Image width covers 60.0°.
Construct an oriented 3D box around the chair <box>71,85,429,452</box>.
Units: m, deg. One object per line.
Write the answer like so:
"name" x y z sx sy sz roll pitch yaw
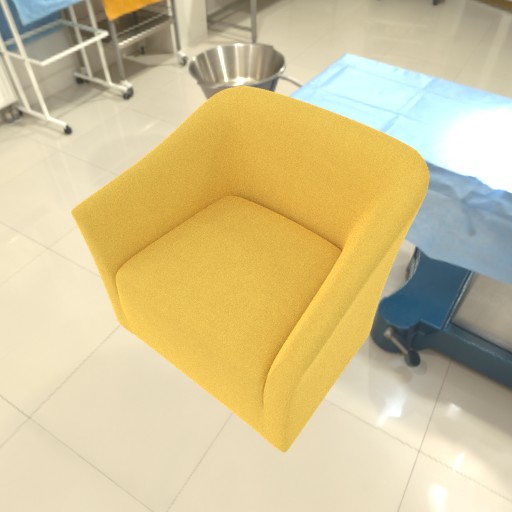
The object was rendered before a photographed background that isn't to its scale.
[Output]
"chair" 0.000 0.000 1.399 0.790 0.720 0.700 30 54 25
